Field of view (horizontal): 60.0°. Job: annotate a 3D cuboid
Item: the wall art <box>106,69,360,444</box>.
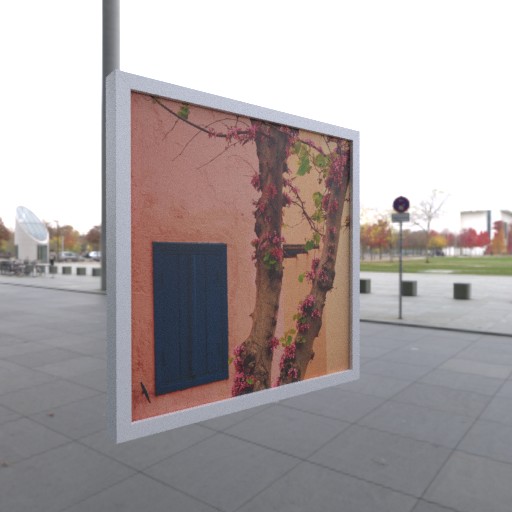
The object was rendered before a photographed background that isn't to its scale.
[{"bbox_3d":[0.000,0.000,0.770,0.507,0.508,0.038,0,1,-38],"label":"wall art"}]
